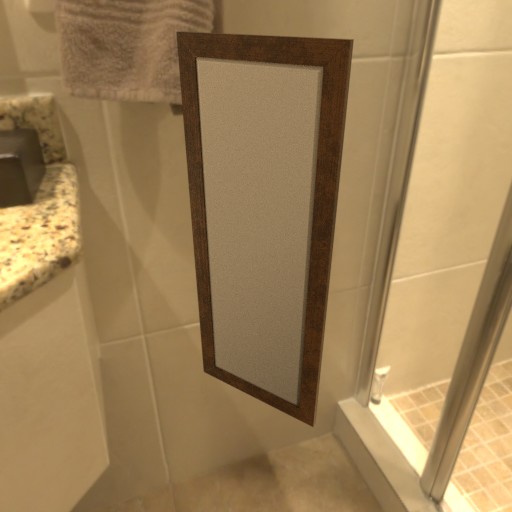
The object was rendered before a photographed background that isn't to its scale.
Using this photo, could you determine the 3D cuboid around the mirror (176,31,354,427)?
[{"bbox_3d":[0.000,0.000,2.273,0.812,2.031,0.032,18,35,28],"label":"mirror"}]
